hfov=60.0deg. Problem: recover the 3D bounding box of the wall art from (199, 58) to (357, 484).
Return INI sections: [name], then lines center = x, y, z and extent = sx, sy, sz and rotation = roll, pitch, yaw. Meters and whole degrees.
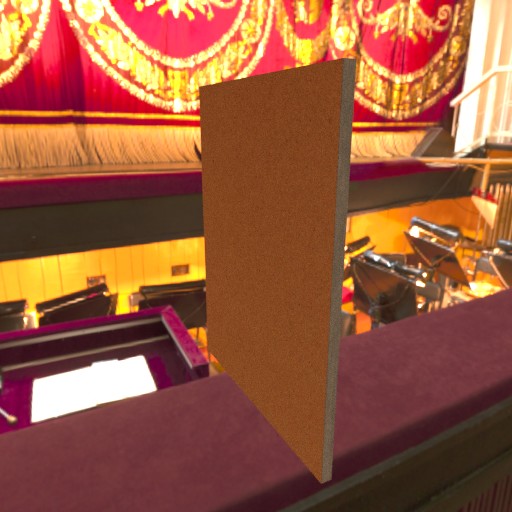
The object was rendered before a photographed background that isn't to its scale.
[wall art]
center = 0.000, 0.000, 0.814
extent = 0.020, 0.613, 0.481
rotation = -8, 19, -26
